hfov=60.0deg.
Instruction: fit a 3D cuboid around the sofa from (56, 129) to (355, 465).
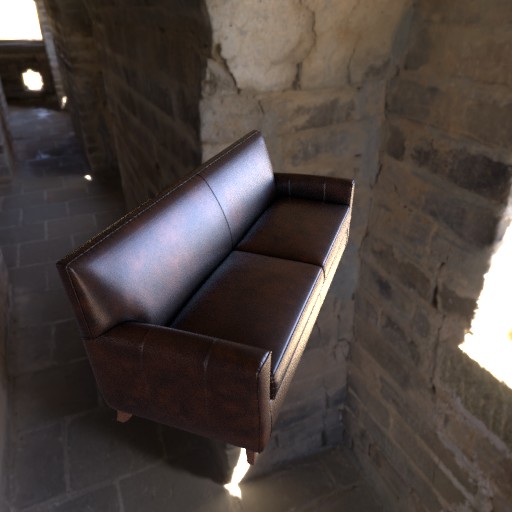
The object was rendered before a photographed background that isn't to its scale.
[{"bbox_3d":[0.000,0.000,2.457,0.786,0.871,1.995,10,31,17],"label":"sofa"}]
